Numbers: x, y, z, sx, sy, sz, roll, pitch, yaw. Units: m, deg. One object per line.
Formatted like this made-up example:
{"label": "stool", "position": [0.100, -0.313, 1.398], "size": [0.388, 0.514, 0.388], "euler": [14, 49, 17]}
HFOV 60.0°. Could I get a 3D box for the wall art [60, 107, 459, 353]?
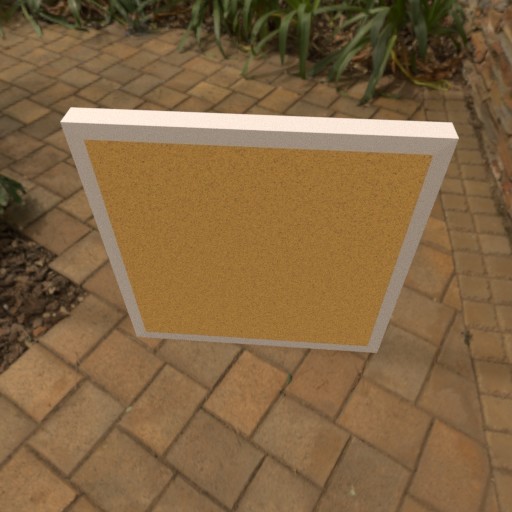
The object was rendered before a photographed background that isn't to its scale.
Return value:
{"label": "wall art", "position": [0.000, 0.000, 1.933], "size": [1.289, 1.291, 0.098], "euler": [3, 47, 3]}
